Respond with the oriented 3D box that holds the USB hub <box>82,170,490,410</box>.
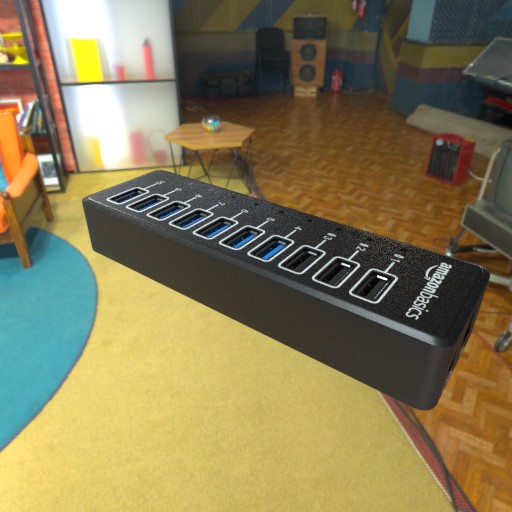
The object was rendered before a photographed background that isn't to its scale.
[{"bbox_3d":[0.000,0.000,0.160,0.145,0.023,0.044,21,37,31],"label":"USB hub"}]
